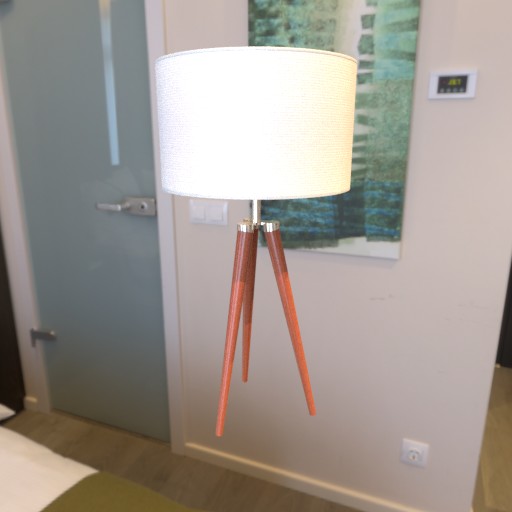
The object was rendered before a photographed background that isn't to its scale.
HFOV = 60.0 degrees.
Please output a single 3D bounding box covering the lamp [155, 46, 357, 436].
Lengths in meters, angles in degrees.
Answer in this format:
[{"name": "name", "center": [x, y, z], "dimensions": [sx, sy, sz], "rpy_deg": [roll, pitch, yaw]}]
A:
[{"name": "lamp", "center": [0.000, 0.000, 0.889], "dimensions": [0.355, 0.709, 0.354], "rpy_deg": [-2, 15, -8]}]
